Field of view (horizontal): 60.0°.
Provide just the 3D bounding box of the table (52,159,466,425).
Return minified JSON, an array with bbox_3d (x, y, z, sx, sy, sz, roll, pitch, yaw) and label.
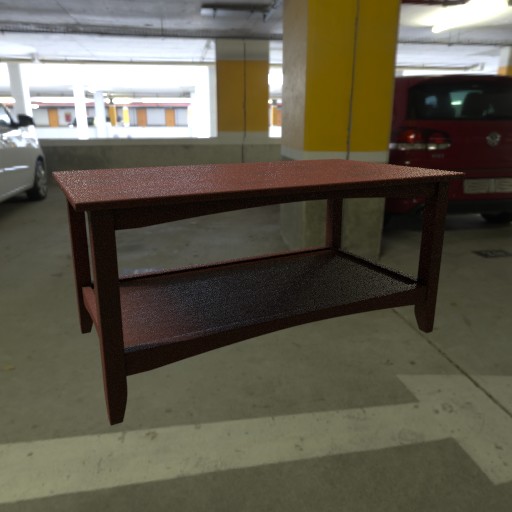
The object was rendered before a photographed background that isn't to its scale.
[{"bbox_3d":[0.000,0.000,1.222,0.943,0.456,0.533,-9,19,-26],"label":"table"}]
